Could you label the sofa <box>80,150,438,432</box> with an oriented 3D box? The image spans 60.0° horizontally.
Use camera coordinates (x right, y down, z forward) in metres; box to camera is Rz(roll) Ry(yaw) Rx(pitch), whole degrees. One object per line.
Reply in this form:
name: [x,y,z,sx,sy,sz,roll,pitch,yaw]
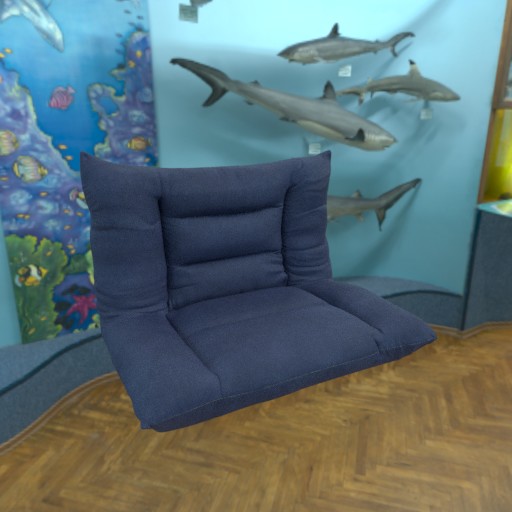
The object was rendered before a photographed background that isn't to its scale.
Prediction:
sofa: [0.000,0.000,1.688,1.122,0.778,0.849,-9,19,-26]
